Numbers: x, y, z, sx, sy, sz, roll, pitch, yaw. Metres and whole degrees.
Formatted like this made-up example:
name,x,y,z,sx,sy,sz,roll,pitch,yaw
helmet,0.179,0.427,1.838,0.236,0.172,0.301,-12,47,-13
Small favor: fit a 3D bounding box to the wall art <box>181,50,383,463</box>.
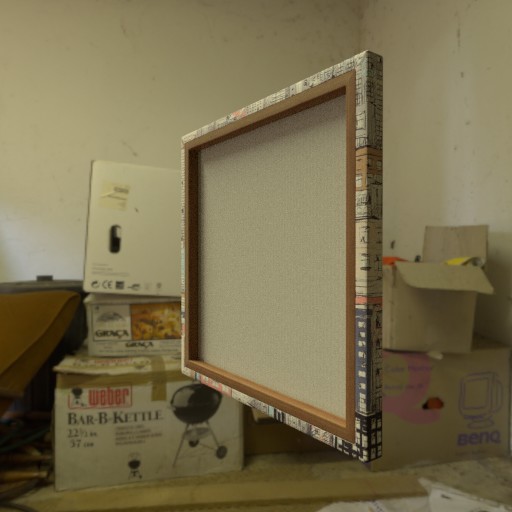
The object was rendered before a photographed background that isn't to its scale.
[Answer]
name,x,y,z,sx,sy,sz,roll,pitch,yaw
wall art,0.000,0.000,0.905,0.038,0.608,0.607,0,1,-36
